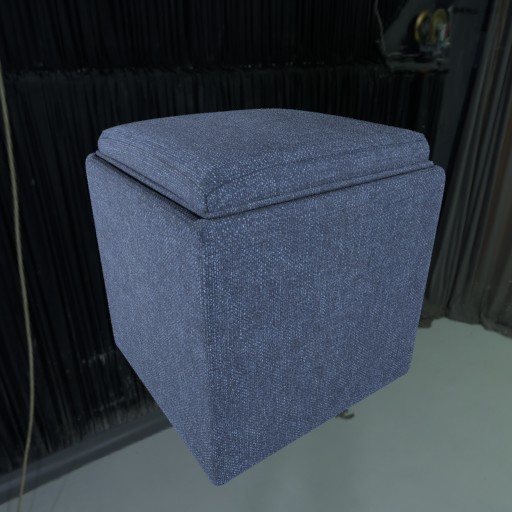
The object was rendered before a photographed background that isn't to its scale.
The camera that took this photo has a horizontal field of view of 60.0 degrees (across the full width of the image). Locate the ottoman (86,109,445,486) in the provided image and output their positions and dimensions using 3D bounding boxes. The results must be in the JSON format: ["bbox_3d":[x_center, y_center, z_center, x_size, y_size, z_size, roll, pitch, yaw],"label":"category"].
[{"bbox_3d":[0.000,0.000,0.825,0.454,0.493,0.436,-17,31,-31],"label":"ottoman"}]
